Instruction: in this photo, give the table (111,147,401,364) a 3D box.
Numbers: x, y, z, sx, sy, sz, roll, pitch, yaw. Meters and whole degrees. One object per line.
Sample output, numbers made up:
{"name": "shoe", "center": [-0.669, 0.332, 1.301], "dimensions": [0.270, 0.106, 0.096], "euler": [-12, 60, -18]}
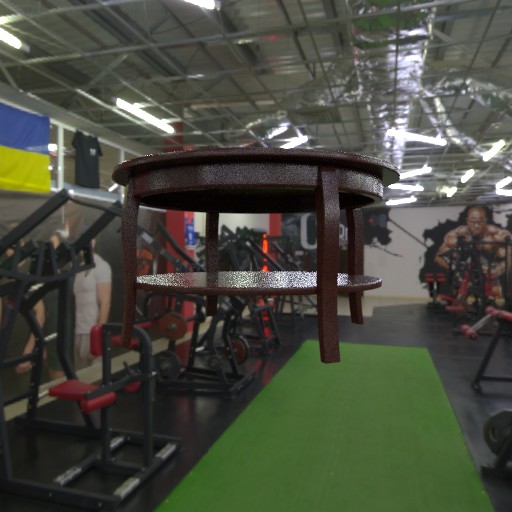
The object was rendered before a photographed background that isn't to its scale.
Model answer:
{"name": "table", "center": [0.000, 0.000, 1.472], "dimensions": [0.911, 0.512, 0.911], "euler": [0, 1, 0]}
